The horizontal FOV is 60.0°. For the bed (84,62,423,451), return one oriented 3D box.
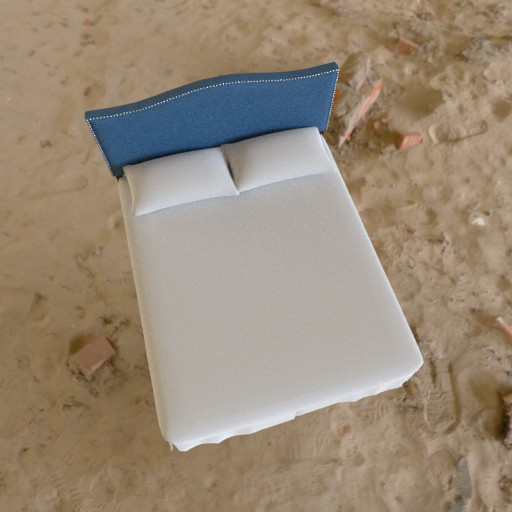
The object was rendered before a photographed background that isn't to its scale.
[{"bbox_3d":[0.000,0.000,2.750,1.610,1.169,1.872,-14,64,-7],"label":"bed"}]
